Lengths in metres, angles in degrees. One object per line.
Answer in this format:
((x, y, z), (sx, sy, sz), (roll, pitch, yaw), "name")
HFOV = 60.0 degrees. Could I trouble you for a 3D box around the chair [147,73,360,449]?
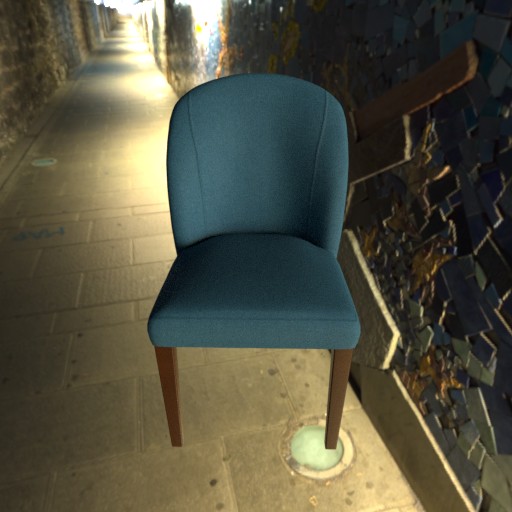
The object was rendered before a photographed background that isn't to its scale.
((0.000, 0.000, 1.238), (0.507, 0.879, 0.620), (1, 29, 1), "chair")
